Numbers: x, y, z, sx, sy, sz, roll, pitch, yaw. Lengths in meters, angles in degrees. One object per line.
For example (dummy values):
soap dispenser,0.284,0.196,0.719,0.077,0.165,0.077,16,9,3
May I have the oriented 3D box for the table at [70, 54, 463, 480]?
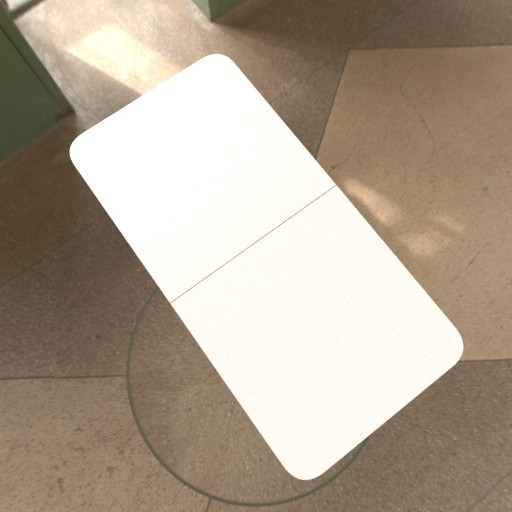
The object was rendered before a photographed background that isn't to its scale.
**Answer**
table,0.000,0.000,1.454,0.600,0.340,1.200,-36,79,-8
